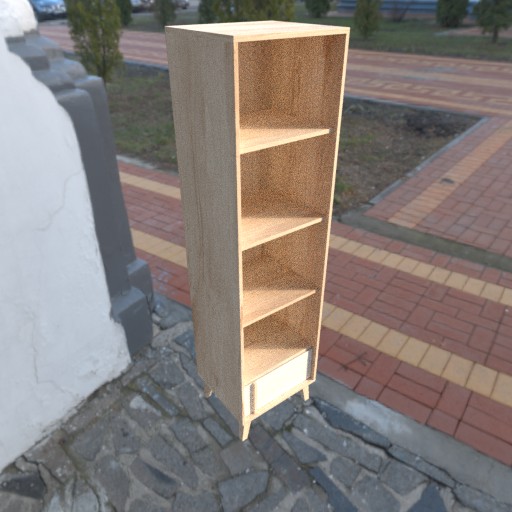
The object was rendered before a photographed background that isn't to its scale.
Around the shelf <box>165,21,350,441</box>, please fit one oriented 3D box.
[{"bbox_3d":[0.000,0.000,2.129,0.510,1.960,0.450,-21,37,-31],"label":"shelf"}]
